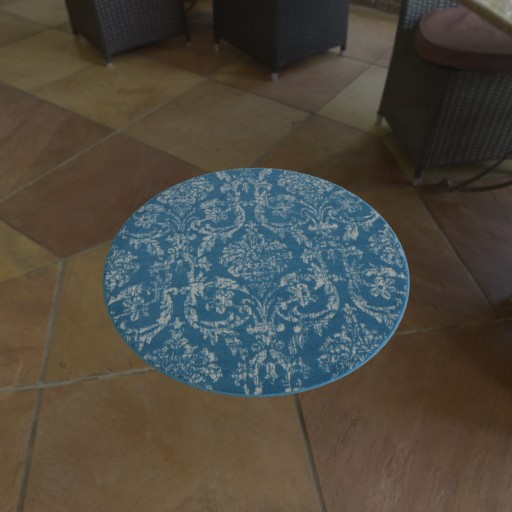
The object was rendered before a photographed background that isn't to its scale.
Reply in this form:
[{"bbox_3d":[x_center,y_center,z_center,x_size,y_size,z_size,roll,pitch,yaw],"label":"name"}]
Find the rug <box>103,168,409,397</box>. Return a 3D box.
[{"bbox_3d":[0.000,0.000,2.365,1.593,0.012,1.593,0,46,0],"label":"rug"}]
